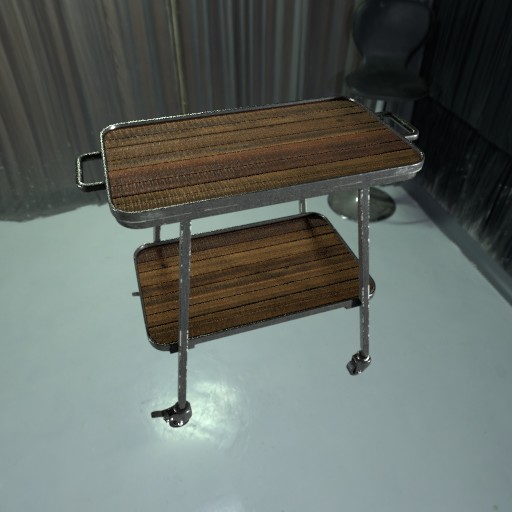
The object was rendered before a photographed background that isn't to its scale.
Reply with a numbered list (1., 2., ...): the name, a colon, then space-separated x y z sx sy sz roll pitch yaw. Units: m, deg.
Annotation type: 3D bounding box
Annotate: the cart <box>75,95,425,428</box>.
1. cart: 0.000 0.000 1.260 0.806 0.700 0.515 -12 42 -13
